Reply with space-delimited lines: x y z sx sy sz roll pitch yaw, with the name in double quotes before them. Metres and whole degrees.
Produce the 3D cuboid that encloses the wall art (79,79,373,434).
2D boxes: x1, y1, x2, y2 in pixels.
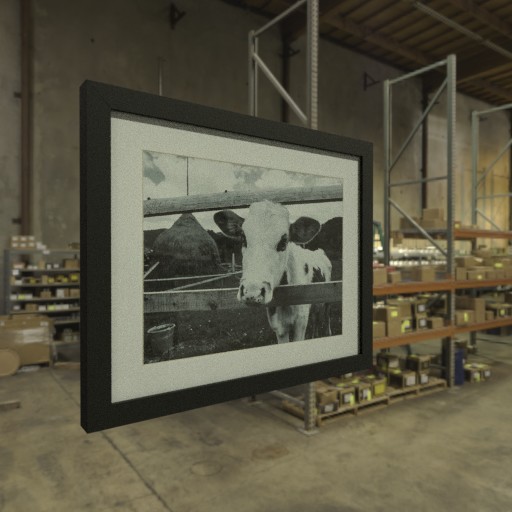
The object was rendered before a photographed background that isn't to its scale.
"wall art" 0.000 0.000 0.538 0.404 0.329 0.024 0 1 -36
